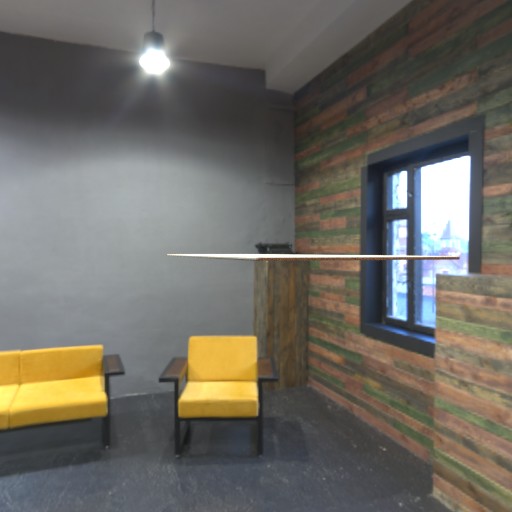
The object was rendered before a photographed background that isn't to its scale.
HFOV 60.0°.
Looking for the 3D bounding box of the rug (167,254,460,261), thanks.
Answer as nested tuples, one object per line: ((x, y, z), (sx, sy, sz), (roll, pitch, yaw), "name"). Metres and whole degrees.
((0.000, 0.000, 2.673), (0.793, 0.014, 2.450), (0, 0, -18), "rug")
